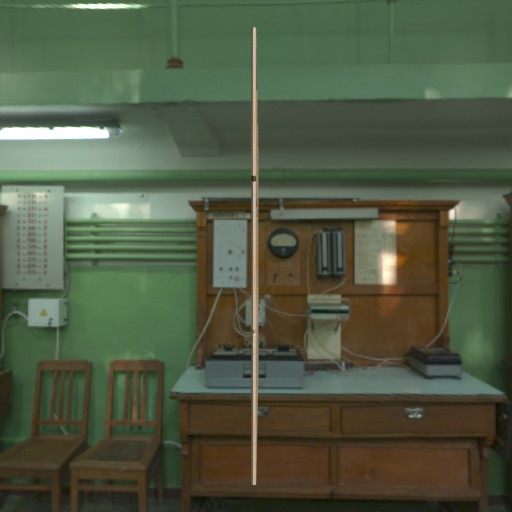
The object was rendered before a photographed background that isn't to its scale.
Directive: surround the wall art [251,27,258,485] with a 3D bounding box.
[{"bbox_3d":[0.000,0.000,1.787,0.013,1.218,1.216,0,0,1],"label":"wall art"}]
